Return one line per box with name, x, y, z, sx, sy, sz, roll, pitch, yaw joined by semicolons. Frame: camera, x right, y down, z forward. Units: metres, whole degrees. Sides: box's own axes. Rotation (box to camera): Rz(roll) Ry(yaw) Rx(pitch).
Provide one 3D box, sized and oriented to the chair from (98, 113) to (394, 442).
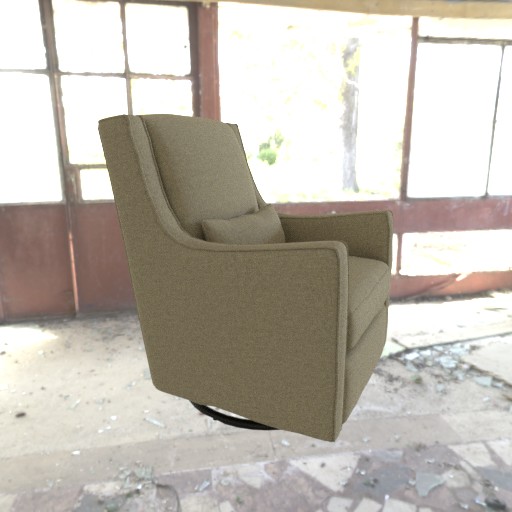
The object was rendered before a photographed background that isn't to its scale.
chair;0.000;0.000;1.600;0.879;0.993;0.732;7;16;26
